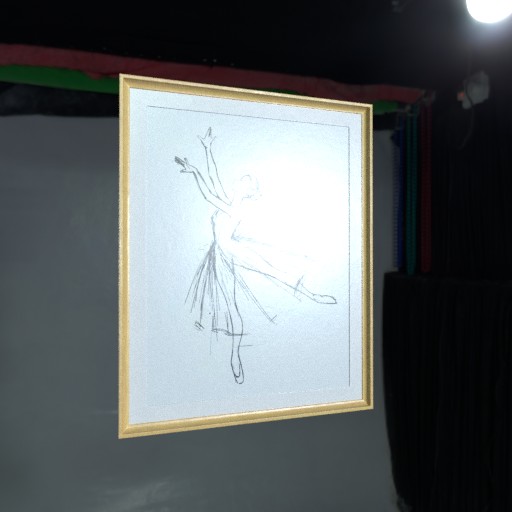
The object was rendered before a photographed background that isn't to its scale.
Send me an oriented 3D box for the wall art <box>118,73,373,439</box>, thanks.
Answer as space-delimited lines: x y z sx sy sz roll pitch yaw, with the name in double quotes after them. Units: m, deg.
0.000 0.000 1.352 0.798 1.002 0.030 0 -1 -18 "wall art"
